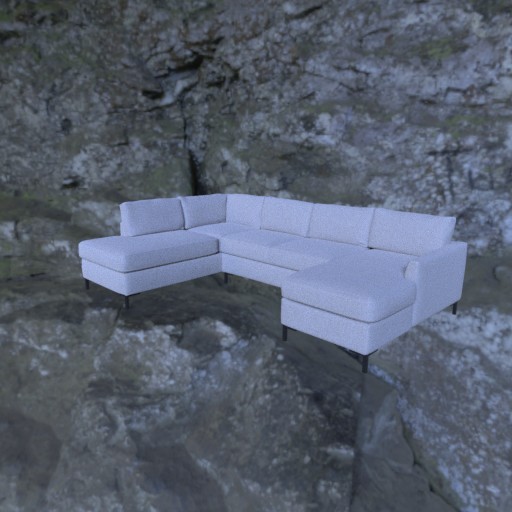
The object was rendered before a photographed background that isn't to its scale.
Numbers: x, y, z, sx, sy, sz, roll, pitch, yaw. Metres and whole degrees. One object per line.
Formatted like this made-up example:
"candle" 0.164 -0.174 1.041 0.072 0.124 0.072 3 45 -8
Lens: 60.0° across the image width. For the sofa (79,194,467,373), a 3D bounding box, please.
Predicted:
"sofa" 0.000 0.000 3.984 2.984 0.862 1.989 13 19 43
